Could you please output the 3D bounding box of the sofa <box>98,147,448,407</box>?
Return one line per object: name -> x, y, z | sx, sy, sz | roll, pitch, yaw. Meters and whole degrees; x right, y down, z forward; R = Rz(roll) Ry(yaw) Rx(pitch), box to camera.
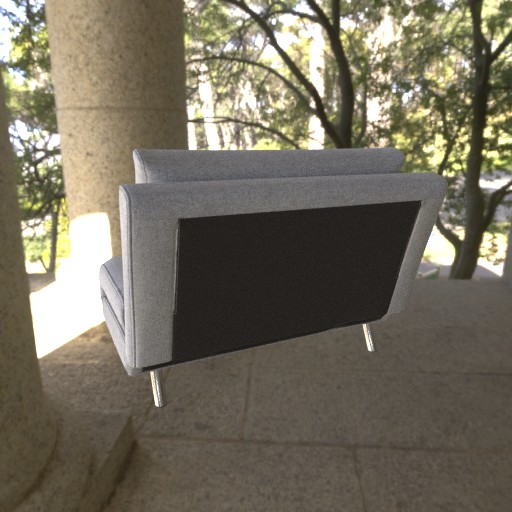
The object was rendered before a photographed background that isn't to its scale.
sofa -> 0.000, 0.000, 1.909 | 1.220, 0.910, 0.910 | -7, 16, -25
